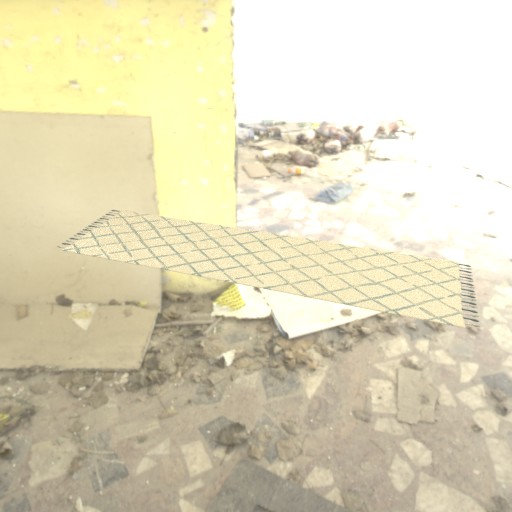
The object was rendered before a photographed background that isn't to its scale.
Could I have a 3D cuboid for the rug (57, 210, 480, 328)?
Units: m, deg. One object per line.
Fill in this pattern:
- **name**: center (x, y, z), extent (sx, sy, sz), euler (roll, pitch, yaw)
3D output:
- **rug**: center (0.000, 0.000, 2.596), extent (2.372, 0.008, 0.620), euler (10, 32, 16)
